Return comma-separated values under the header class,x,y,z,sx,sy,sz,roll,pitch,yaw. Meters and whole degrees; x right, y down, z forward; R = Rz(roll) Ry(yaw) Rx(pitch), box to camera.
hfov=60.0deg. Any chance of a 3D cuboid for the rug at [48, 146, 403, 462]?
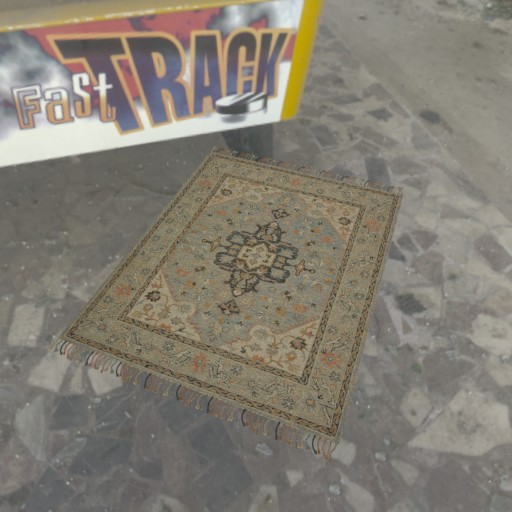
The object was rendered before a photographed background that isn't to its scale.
class,x,y,z,sx,sy,sz,roll,pitch,yaw
rug,0.000,0.000,3.560,1.971,0.010,2.651,16,49,14
